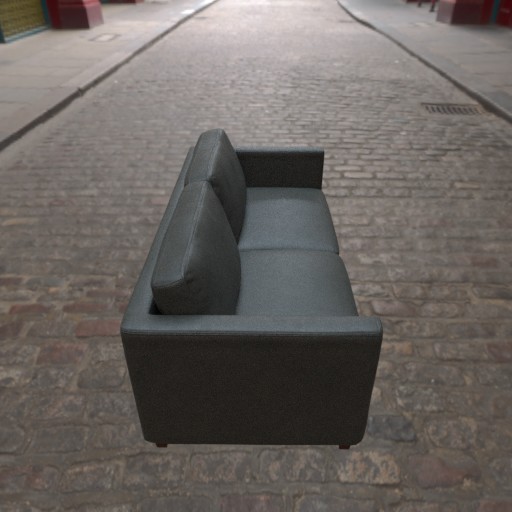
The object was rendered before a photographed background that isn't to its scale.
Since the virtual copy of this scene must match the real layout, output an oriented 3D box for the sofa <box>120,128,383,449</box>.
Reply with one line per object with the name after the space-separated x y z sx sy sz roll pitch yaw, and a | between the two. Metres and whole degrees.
0.000 0.000 2.441 0.951 0.933 1.883 0 33 1 | sofa
